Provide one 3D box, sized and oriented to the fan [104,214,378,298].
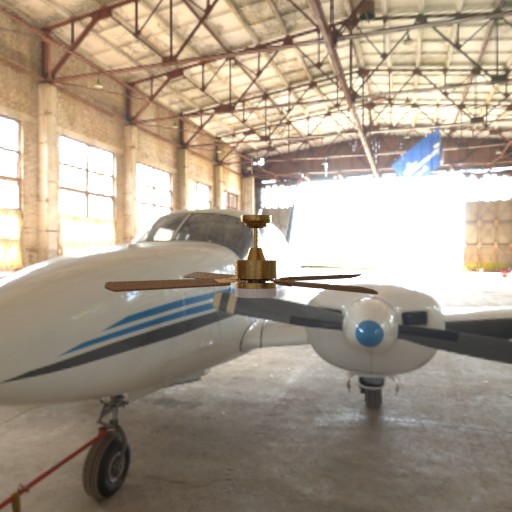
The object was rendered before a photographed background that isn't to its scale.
[{"bbox_3d":[0.000,0.000,1.962,1.320,0.355,1.320,0,1,-35],"label":"fan"}]
